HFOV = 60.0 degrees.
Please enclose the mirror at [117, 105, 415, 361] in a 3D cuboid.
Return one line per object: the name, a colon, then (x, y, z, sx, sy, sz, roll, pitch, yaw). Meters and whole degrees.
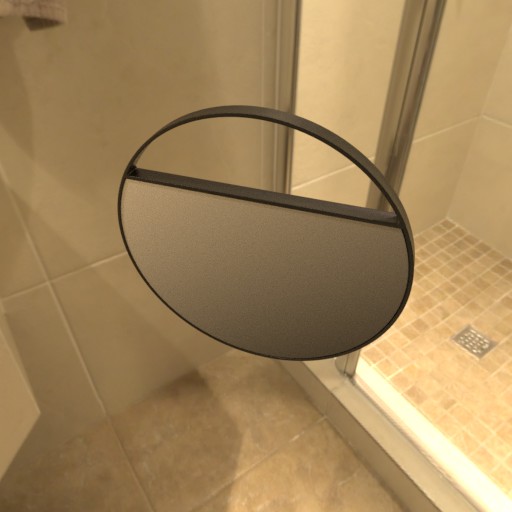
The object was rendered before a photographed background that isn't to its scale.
mirror: (0.000, 0.000, 0.838, 0.565, 0.565, 0.032, 12, 42, 14)
